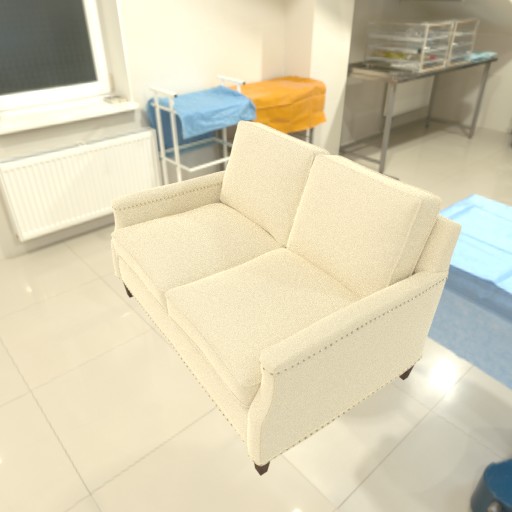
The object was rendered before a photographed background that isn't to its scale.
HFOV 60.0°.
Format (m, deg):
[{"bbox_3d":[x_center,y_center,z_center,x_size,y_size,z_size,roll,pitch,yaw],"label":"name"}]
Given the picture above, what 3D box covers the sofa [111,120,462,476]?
[{"bbox_3d":[0.000,0.000,2.299,1.084,1.003,1.597,-21,38,-29],"label":"sofa"}]
